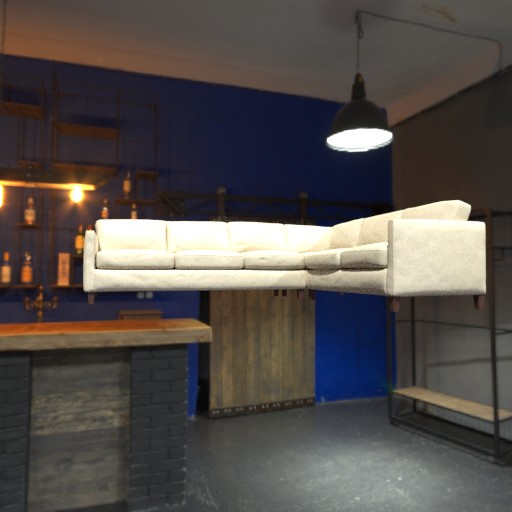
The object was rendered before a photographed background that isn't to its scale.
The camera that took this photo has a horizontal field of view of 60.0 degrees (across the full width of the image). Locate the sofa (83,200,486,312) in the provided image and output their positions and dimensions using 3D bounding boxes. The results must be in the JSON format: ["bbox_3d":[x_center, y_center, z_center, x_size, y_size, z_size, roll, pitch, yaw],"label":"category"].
[{"bbox_3d":[0.000,0.000,4.436,3.302,0.947,2.593,1,-2,-17],"label":"sofa"}]
